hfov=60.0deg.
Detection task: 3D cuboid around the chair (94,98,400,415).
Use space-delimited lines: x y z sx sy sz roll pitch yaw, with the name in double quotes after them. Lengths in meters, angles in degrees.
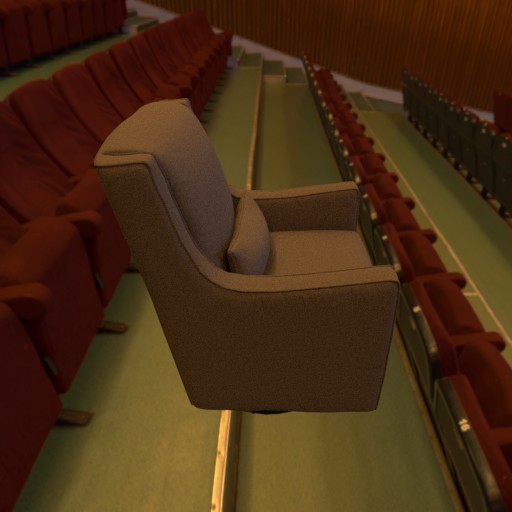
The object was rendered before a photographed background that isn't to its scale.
0.000 0.000 1.610 0.879 0.993 0.732 1 32 1 "chair"
